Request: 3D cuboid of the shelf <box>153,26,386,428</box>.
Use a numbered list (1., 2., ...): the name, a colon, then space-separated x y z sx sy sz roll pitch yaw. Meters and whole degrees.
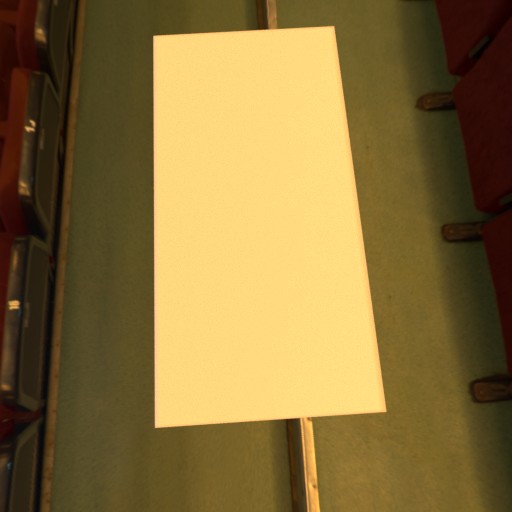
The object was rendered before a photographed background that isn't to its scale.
1. shelf: 0.000 0.000 1.229 0.390 0.786 0.790 -4 75 -1
